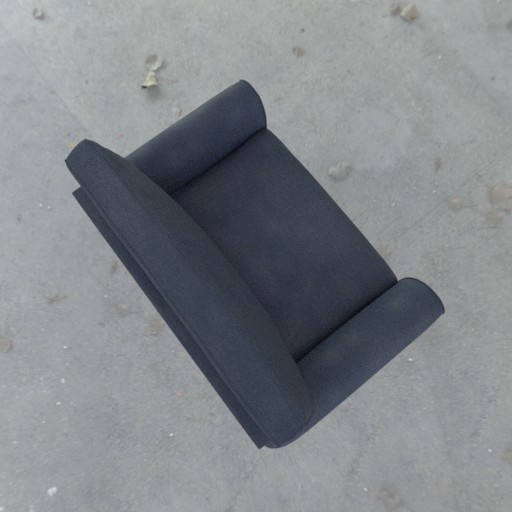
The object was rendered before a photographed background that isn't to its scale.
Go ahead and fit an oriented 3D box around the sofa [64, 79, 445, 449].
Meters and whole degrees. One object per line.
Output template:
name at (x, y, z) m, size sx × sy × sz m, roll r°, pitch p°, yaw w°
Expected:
sofa at (0.000, 0.000, 2.009) m, size 0.938 × 1.004 × 1.405 m, roll -37°, pitch 79°, yaw -8°
